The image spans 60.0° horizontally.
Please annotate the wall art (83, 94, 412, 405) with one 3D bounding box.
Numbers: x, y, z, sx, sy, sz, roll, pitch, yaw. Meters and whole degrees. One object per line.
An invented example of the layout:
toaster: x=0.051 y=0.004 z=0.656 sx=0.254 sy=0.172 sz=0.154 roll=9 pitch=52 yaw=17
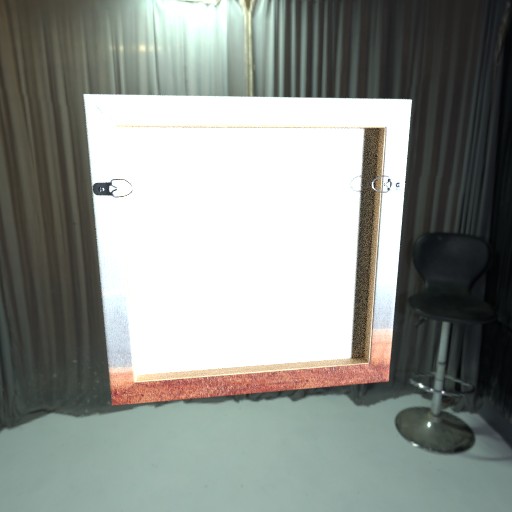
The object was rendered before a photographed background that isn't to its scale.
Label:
wall art: x=0.000 y=0.000 z=1.124 sx=0.760 sy=0.760 sz=0.042 roll=-2 pitch=15 yaw=-9
